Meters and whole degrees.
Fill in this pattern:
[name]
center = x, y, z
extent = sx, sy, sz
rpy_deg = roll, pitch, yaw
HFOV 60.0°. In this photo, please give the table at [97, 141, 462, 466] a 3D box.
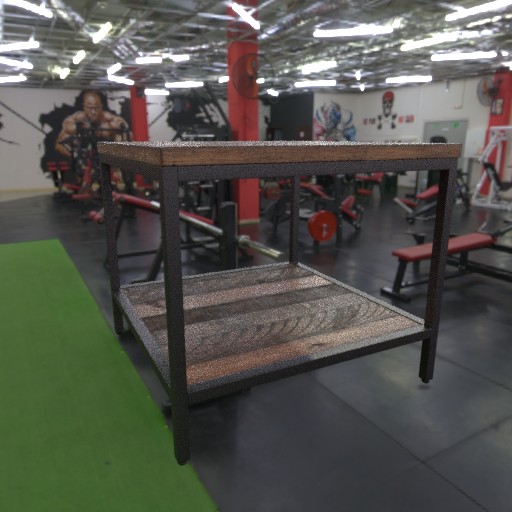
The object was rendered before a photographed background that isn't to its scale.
[table]
center = 0.000, 0.000, 0.972
extent = 0.548, 0.482, 0.553
rpy_deg = -8, 17, -26
